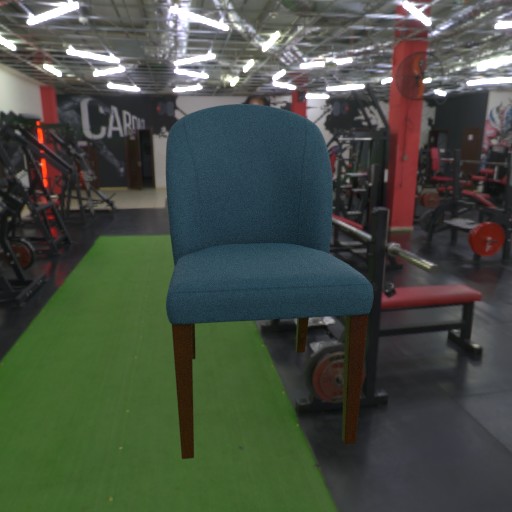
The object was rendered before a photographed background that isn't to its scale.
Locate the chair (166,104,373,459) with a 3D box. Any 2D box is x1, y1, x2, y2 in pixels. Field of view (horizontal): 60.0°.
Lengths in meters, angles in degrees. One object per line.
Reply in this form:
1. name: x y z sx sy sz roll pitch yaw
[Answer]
1. chair: 0.000 0.000 1.285 0.507 0.879 0.620 -2 15 -7
